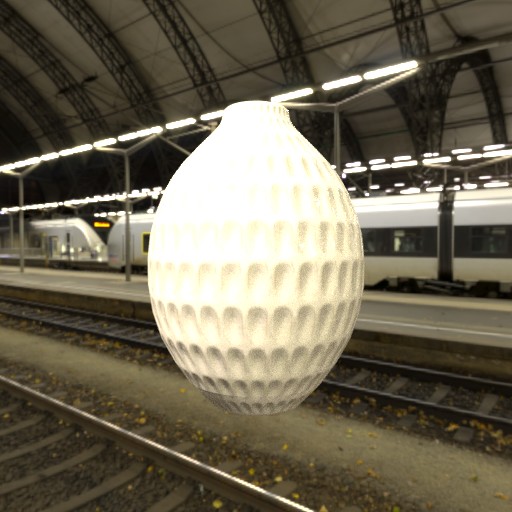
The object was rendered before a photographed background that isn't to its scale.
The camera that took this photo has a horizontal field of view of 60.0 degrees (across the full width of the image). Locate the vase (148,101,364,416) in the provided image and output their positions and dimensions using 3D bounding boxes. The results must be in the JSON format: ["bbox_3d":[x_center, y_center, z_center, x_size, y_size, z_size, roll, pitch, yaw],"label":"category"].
[{"bbox_3d":[0.000,0.000,0.341,0.162,0.223,0.162,0,1,0],"label":"vase"}]
